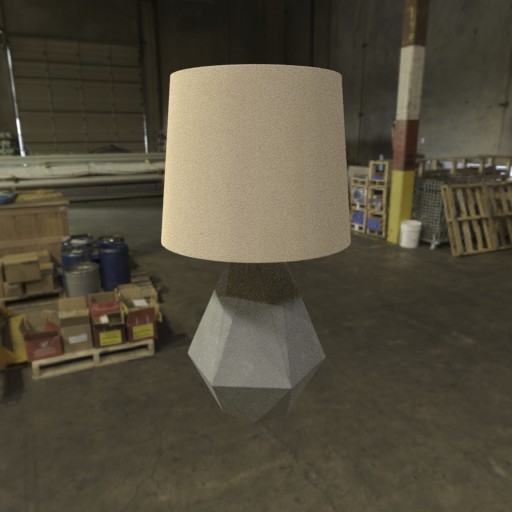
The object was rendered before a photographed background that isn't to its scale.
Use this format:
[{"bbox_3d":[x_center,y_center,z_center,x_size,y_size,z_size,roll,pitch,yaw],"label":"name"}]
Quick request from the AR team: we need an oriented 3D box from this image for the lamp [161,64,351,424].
[{"bbox_3d":[0.000,0.000,0.666,0.276,0.501,0.276,0,15,0],"label":"lamp"}]
